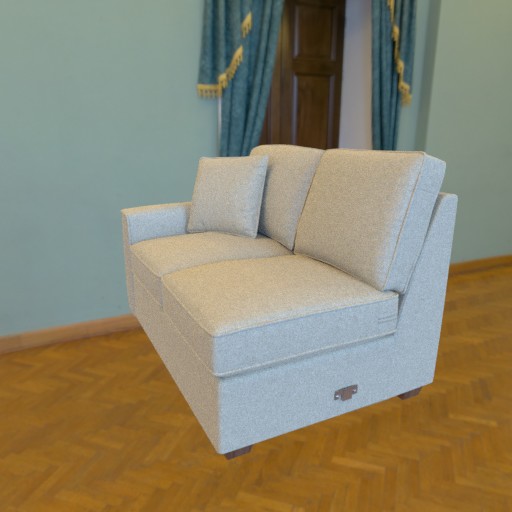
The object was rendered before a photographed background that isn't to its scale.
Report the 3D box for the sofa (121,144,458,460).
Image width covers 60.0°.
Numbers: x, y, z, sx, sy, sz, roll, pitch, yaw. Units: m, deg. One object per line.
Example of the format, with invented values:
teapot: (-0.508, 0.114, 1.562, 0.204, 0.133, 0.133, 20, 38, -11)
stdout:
sofa: (0.000, 0.000, 2.063, 0.991, 0.989, 1.388, -8, 18, -26)
